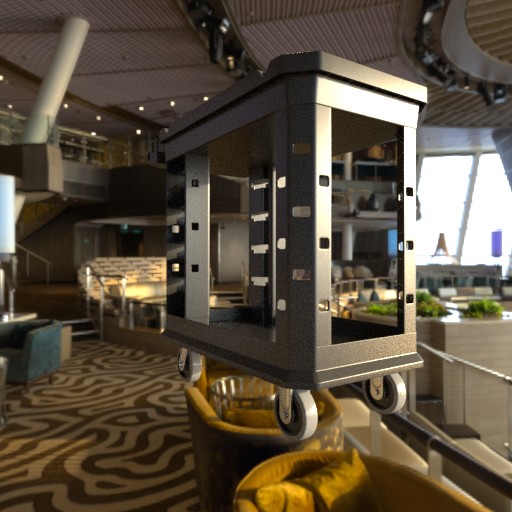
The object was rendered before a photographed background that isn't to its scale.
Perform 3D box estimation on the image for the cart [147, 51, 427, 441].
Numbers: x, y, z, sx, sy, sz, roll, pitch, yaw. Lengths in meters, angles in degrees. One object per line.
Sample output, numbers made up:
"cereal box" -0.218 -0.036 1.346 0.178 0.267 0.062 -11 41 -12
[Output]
"cart" 0.000 0.000 1.500 0.497 0.884 1.061 0 0 -34
